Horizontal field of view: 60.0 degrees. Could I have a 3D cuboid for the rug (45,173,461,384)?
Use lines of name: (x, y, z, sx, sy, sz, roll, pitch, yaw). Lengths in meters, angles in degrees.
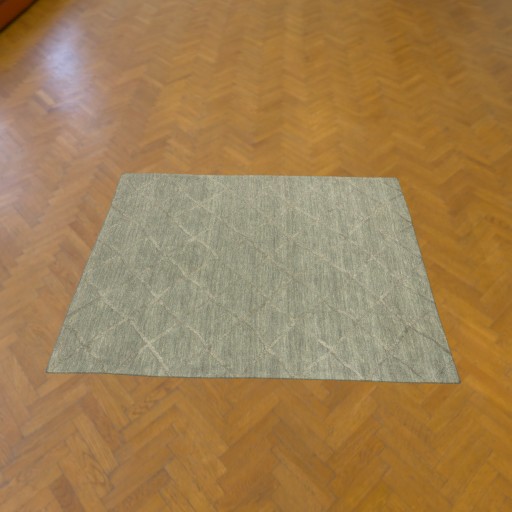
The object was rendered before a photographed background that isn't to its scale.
rug: (0.000, 0.000, 4.038, 3.048, 0.013, 2.438, 1, 47, 1)
